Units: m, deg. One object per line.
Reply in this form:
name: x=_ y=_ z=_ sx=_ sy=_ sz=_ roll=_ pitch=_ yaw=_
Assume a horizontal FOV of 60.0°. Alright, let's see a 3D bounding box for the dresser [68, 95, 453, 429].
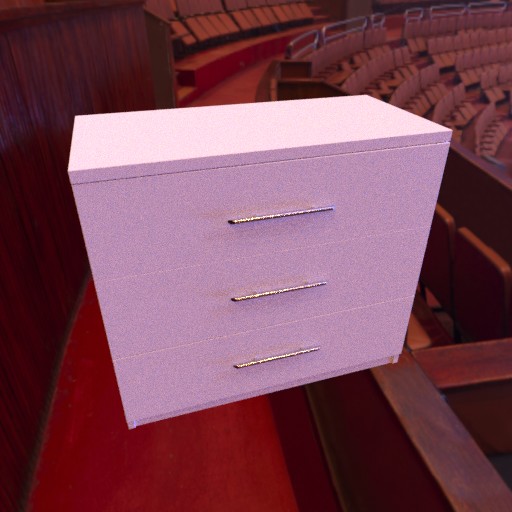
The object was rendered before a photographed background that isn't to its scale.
dresser: x=0.000 y=0.000 z=1.252 sx=0.830 sy=0.740 sz=0.420 roll=-9 pitch=33 yaw=-15
